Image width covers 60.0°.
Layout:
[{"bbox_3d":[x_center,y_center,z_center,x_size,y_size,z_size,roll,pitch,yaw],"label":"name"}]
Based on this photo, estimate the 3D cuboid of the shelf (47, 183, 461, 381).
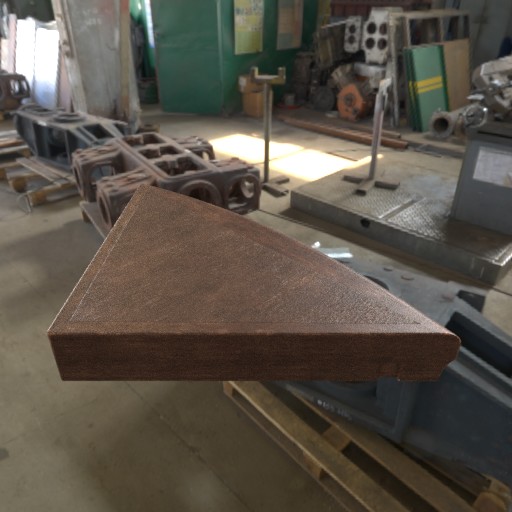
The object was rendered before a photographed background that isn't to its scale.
[{"bbox_3d":[0.000,0.000,0.472,0.310,0.050,0.310,0,31,0],"label":"shelf"}]
